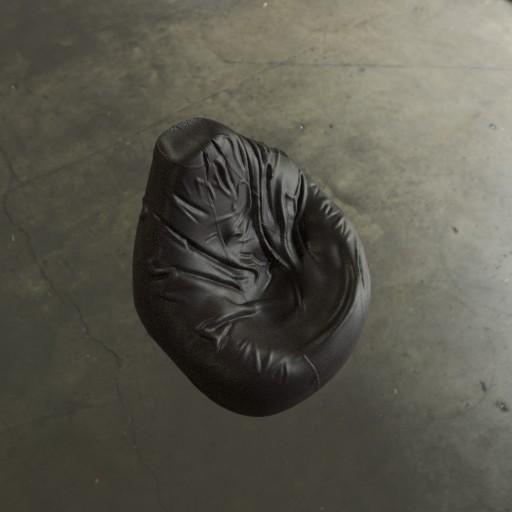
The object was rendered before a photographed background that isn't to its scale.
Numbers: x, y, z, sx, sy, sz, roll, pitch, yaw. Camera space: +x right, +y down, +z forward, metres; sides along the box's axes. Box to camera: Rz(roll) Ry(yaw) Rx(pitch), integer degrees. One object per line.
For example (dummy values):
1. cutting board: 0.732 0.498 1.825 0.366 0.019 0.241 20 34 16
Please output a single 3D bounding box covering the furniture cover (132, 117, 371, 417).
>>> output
1. furniture cover: 0.000 0.000 1.885 1.070 0.990 1.070 36 65 20
